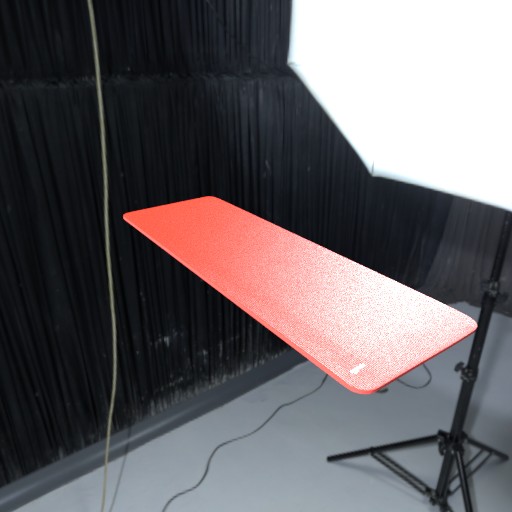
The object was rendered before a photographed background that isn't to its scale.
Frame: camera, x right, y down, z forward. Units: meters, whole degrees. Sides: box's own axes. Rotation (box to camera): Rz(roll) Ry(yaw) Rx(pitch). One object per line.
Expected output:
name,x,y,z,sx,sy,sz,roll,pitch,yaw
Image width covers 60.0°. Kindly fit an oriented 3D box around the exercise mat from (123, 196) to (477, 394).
exercise mat,0.000,0.000,2.076,0.616,0.021,1.869,-17,30,-32
